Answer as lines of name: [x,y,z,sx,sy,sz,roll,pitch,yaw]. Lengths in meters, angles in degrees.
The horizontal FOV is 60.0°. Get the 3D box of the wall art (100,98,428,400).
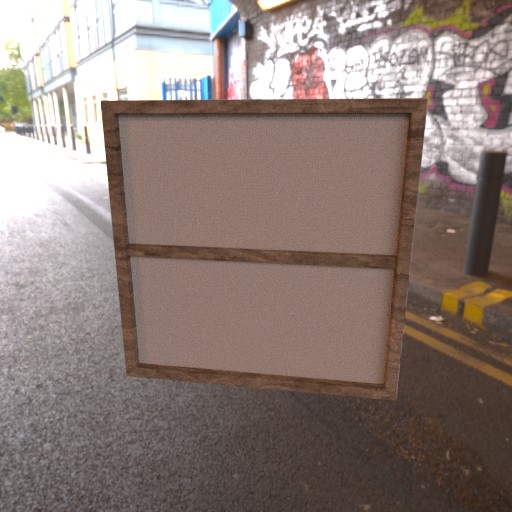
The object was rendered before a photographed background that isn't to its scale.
wall art: [0.000,0.000,1.120,0.747,0.747,0.035,3,17,9]
